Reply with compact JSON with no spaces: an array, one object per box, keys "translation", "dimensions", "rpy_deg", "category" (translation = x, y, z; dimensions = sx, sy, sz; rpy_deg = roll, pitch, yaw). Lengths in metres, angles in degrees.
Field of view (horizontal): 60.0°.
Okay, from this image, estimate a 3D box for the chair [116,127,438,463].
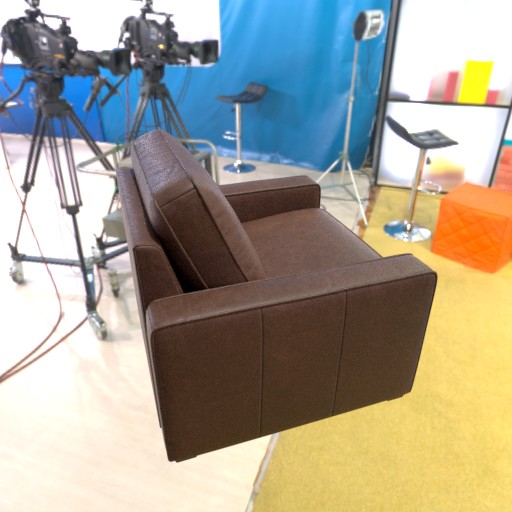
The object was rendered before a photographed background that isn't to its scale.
[{"translation":[0.000,0.000,1.749],"dimensions":[0.940,0.919,1.017],"rpy_deg":[-10,31,-16],"category":"chair"}]
